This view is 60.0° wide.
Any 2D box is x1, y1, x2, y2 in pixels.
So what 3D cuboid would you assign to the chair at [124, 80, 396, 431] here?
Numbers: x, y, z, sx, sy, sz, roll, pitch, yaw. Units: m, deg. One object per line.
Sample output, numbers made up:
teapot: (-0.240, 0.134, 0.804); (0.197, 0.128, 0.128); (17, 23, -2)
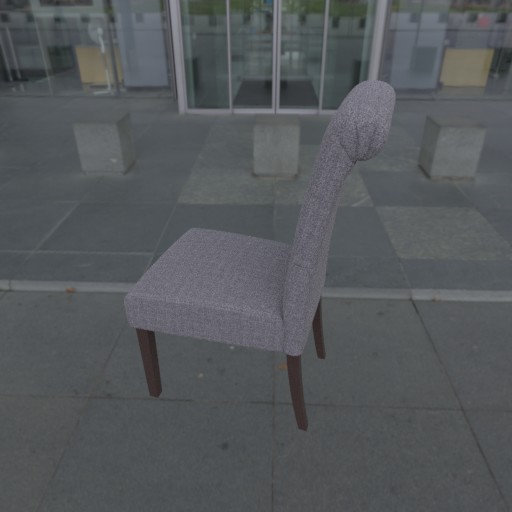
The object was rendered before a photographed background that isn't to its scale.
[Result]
chair: (0.000, 0.000, 1.351); (0.671, 1.006, 0.456); (9, 32, 15)
